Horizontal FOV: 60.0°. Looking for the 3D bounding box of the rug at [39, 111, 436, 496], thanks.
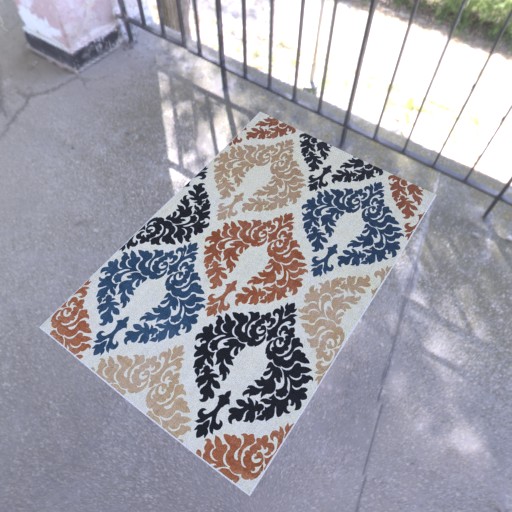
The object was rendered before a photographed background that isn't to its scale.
[{"bbox_3d":[0.000,0.000,2.844,1.514,0.014,2.275,31,63,18],"label":"rug"}]
